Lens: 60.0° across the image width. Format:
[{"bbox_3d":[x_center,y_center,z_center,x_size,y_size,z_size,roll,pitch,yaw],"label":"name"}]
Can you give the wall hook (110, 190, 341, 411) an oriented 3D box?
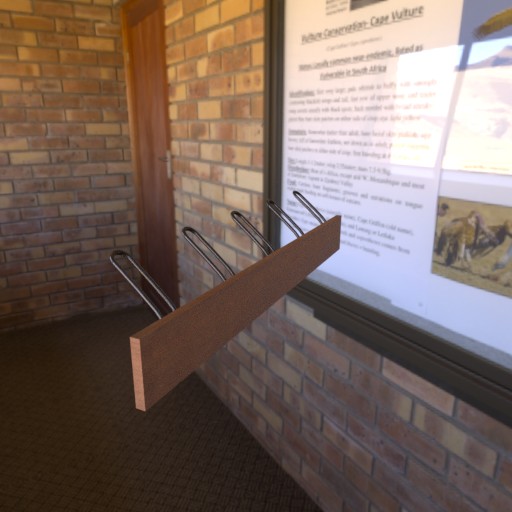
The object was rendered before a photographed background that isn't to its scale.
[{"bbox_3d":[0.000,0.000,0.598,0.076,0.116,0.554,8,18,25],"label":"wall hook"}]
